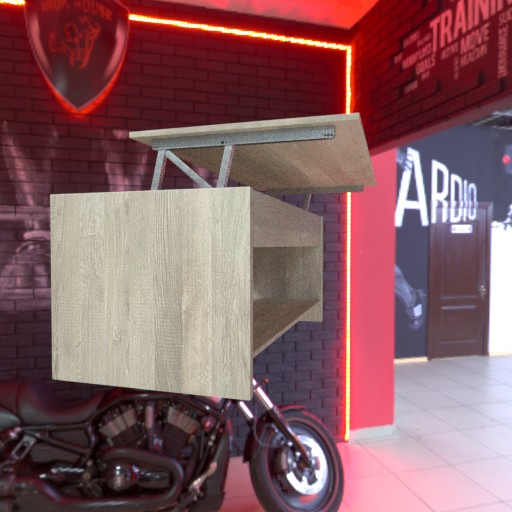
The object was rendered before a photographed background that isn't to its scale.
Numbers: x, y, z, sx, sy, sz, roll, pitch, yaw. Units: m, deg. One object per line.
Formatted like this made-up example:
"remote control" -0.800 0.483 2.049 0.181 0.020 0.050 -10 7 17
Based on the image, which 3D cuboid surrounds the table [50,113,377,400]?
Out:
"table" 0.000 0.000 1.423 0.712 0.570 1.000 0 2 17
